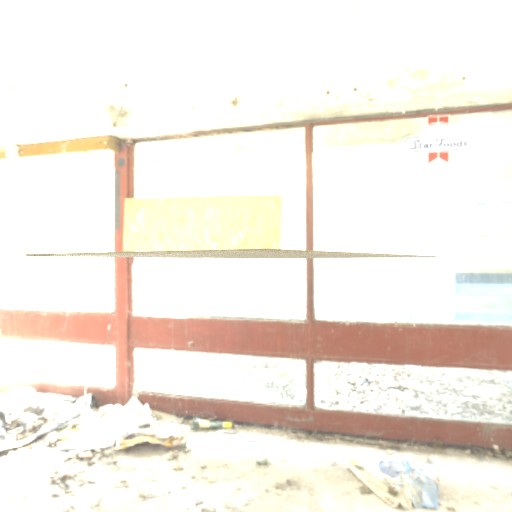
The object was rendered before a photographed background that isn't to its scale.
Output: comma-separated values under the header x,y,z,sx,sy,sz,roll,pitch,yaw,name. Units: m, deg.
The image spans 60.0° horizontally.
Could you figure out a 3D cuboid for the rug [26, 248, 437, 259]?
x,y,z,sx,sy,sz,roll,pitch,yaw,name
0.000,0.000,4.106,2.420,0.019,3.038,-1,-1,37,rug
